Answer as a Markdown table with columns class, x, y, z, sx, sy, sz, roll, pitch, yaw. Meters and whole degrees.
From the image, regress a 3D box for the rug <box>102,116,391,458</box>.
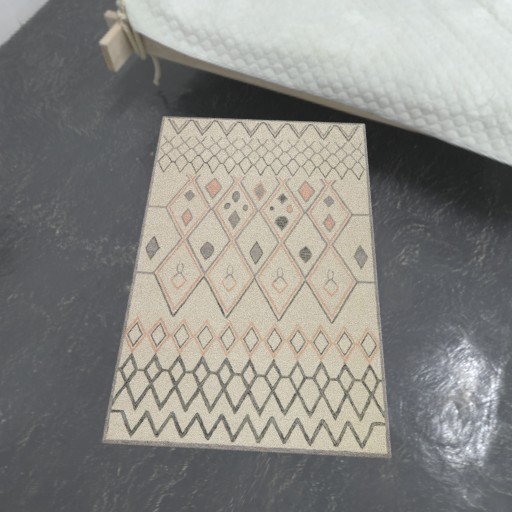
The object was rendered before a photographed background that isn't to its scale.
| class | x | y | z | sx | sy | sz | roll | pitch | yaw |
| --- | --- | --- | --- | --- | --- | --- | --- | --- | --- |
| rug | 0.000 | 0.000 | 2.267 | 1.219 | 0.016 | 1.829 | 2 | 64 | 1 |
